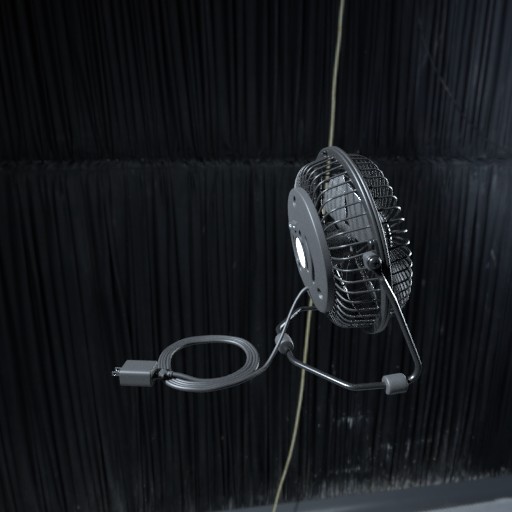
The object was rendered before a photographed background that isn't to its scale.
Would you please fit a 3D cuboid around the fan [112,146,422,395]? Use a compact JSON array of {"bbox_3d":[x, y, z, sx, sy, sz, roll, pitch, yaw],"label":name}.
[{"bbox_3d":[0.000,0.000,0.317,0.202,0.152,0.153,-2,15,-8],"label":"fan"}]
